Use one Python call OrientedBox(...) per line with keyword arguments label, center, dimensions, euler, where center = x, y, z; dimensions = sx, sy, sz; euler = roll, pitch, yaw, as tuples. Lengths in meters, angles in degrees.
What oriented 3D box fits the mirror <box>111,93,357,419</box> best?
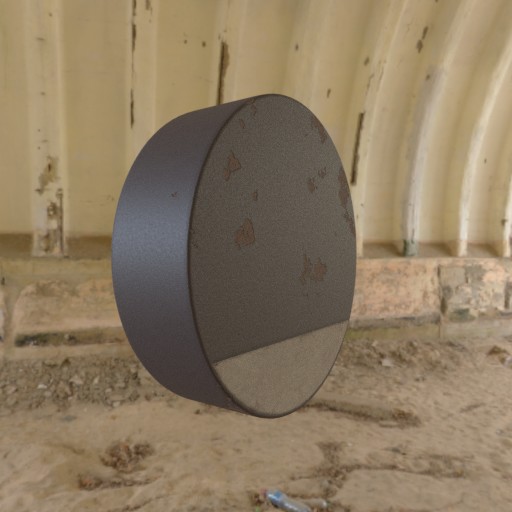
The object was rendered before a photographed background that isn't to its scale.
OrientedBox(label="mirror", center=(0.000, 0.000, 0.582), dimensions=(0.126, 0.386, 0.386), euler=(1, 1, 35))
